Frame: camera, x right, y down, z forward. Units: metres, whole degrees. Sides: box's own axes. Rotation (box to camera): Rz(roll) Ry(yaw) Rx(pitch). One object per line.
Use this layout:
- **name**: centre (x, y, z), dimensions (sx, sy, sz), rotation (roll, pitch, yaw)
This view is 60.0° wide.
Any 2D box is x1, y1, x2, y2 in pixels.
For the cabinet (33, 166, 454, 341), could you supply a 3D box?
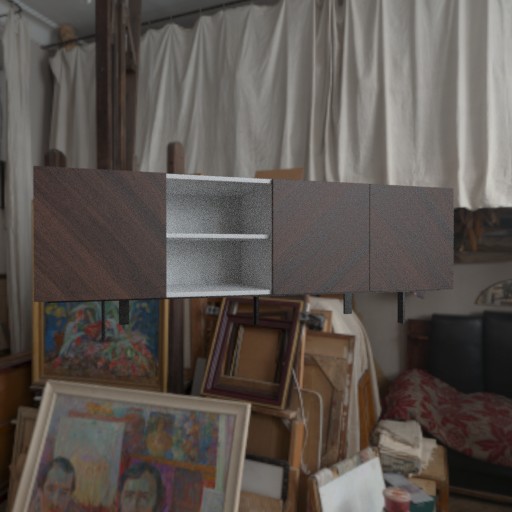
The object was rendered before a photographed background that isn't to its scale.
- **cabinet**: centre (0.000, 0.000, 1.726), dimensions (1.499, 0.533, 0.431), rotation (0, 0, -18)
